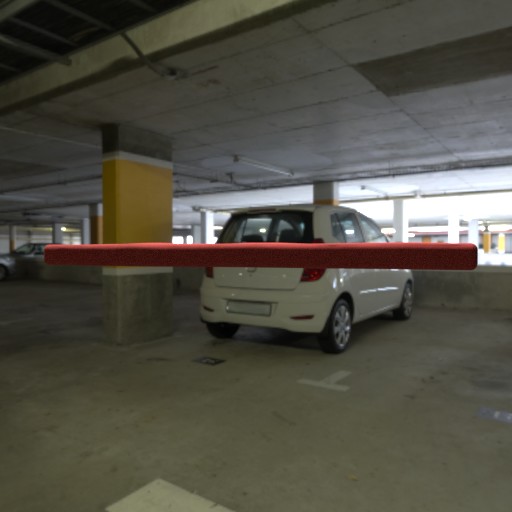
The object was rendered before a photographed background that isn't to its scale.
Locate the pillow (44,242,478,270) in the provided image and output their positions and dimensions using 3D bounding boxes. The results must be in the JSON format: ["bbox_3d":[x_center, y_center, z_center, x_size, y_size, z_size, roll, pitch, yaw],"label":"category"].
[{"bbox_3d":[0.000,0.000,1.342,1.187,0.081,0.492,0,1,17],"label":"pillow"}]
